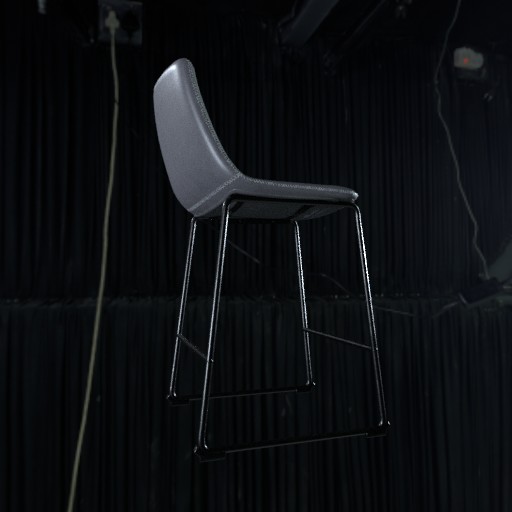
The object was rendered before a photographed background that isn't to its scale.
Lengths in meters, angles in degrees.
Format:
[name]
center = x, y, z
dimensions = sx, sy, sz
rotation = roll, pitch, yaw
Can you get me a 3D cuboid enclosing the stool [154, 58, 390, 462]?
[stool]
center = 0.000, 0.000, 1.198
dimensions = 0.546, 0.876, 0.470
rotation = 1, -2, -19
